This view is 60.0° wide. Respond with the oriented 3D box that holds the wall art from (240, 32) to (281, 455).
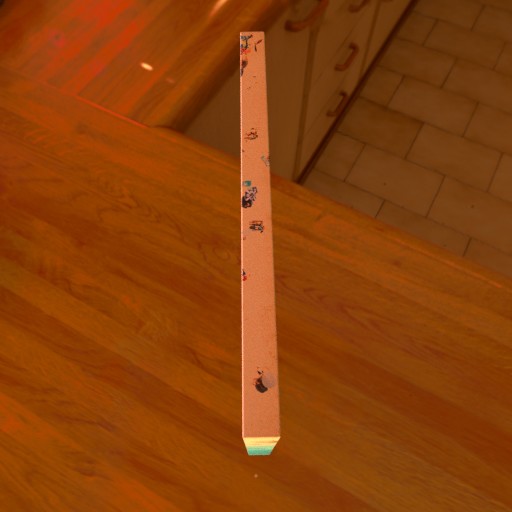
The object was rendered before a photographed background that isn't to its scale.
[{"bbox_3d":[0.000,0.000,0.763,0.039,0.406,0.609,-1,64,0],"label":"wall art"}]
